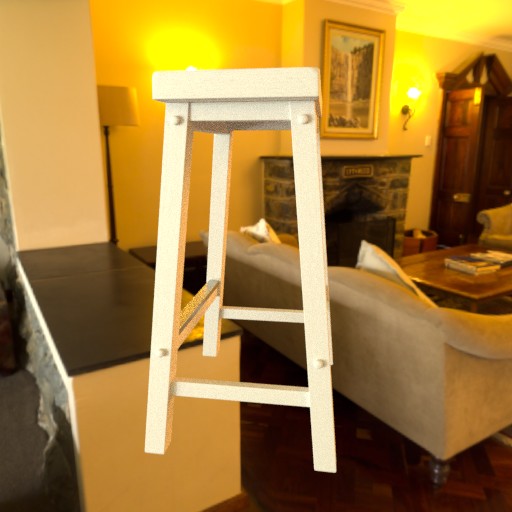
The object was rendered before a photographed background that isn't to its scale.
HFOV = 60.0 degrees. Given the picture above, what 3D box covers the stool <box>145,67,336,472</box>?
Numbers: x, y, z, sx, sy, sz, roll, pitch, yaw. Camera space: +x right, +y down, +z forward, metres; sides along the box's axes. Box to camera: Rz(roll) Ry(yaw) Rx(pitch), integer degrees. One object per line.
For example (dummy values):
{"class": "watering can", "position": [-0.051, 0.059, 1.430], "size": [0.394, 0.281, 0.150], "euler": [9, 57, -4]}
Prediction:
{"class": "stool", "position": [0.000, 0.000, 0.858], "size": [0.322, 0.610, 0.406], "euler": [2, 14, 8]}
